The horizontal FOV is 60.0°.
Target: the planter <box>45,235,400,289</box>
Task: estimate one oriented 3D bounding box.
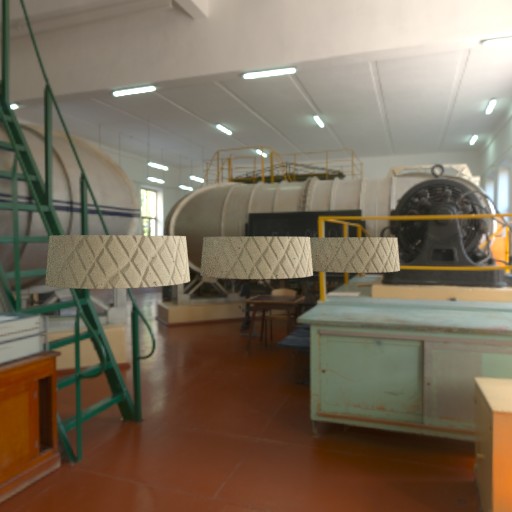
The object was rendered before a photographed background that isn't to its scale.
[{"bbox_3d":[0.000,0.000,0.448,0.390,0.038,0.114,-1,2,-36],"label":"planter"}]
